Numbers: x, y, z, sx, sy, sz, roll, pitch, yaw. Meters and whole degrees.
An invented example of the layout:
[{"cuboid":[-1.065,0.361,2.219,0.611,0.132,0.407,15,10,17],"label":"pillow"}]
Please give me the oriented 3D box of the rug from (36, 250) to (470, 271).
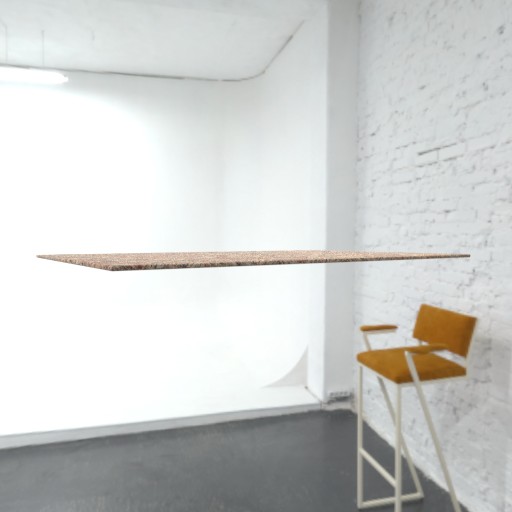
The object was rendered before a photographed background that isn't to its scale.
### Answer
[{"cuboid":[0.000,0.000,2.800,2.285,0.019,1.523,-1,2,-35],"label":"rug"}]
